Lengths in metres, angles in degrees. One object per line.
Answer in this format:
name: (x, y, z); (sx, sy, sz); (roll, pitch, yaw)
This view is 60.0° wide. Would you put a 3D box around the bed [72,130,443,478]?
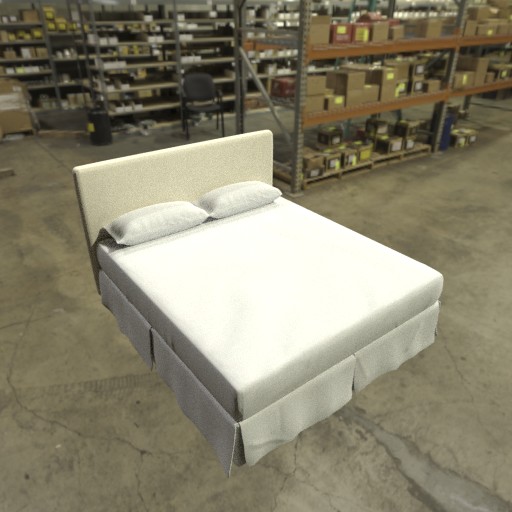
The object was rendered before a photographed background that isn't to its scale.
bed: (0.000, 0.000, 3.625); (2.119, 1.317, 2.341); (-21, 36, -32)
